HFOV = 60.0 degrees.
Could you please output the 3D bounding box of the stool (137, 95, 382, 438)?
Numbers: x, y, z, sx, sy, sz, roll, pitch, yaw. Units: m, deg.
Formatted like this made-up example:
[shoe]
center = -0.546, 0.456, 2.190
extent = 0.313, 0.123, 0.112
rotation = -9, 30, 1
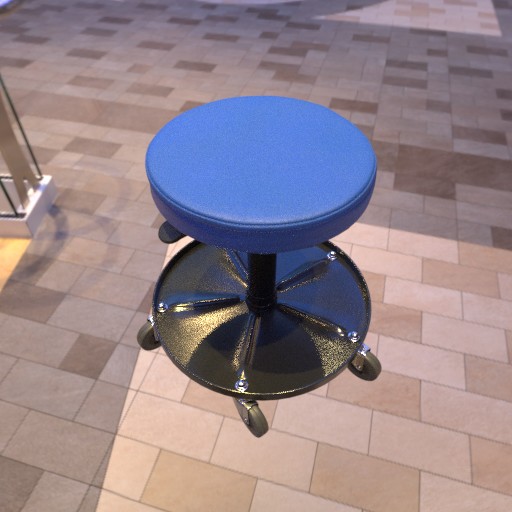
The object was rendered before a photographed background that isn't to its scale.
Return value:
[stool]
center = 0.000, 0.000, 0.649
extent = 0.382, 0.365, 0.381
rotation = -23, 50, -21
